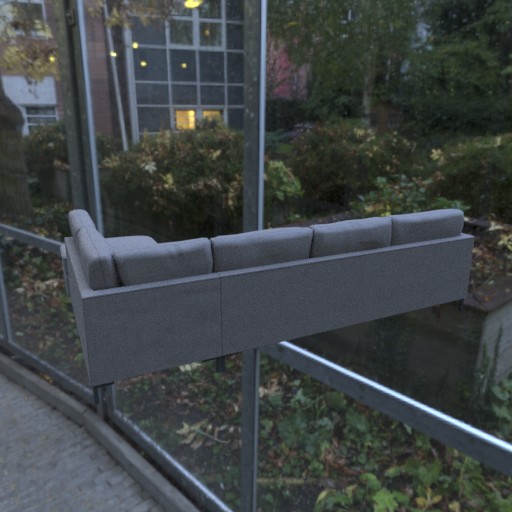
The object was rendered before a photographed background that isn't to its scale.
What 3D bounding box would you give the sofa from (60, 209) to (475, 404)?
[{"bbox_3d":[0.000,0.000,4.207,3.331,0.964,2.077,-8,19,-25],"label":"sofa"}]
